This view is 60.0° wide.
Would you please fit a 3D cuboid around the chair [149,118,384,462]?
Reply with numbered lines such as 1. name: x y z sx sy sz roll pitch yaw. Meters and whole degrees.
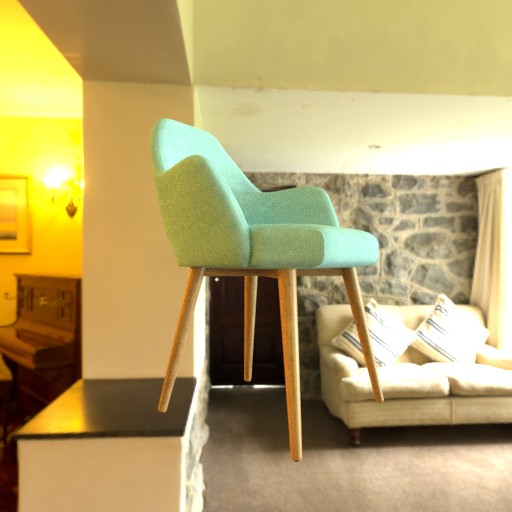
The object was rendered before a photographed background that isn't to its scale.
1. chair: 0.000 0.000 1.247 0.610 0.840 0.590 0 -1 36
